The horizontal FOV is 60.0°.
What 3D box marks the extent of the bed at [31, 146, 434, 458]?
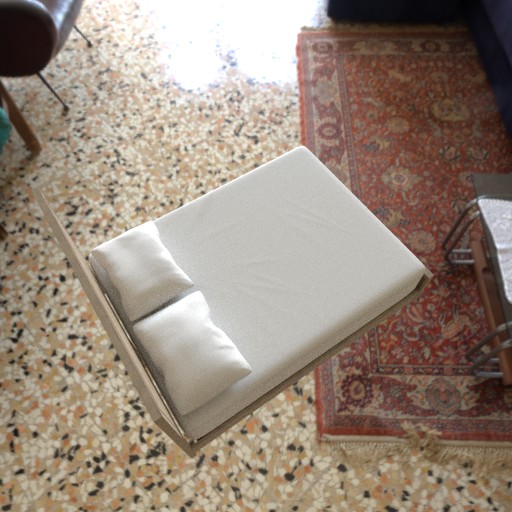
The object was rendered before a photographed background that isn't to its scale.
[{"bbox_3d":[0.000,0.000,3.233,2.189,1.369,1.606,-30,64,-17],"label":"bed"}]
